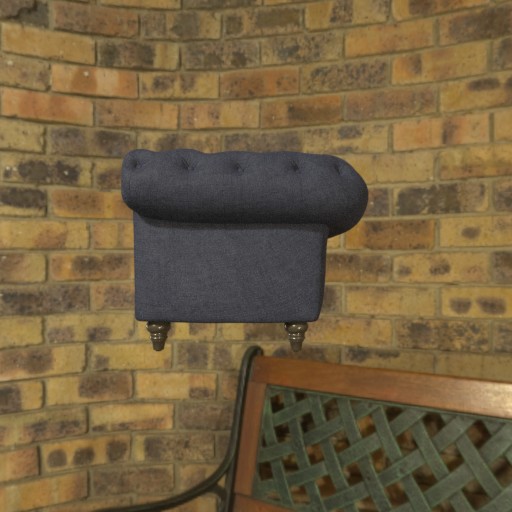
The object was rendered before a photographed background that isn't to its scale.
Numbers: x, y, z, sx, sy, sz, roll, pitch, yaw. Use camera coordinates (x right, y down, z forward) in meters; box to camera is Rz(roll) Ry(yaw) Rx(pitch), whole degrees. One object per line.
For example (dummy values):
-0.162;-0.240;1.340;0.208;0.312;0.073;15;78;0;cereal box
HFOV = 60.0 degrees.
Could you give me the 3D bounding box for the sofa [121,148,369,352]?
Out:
0.000;0.000;2.635;1.082;0.833;1.988;0;-1;0;sofa
